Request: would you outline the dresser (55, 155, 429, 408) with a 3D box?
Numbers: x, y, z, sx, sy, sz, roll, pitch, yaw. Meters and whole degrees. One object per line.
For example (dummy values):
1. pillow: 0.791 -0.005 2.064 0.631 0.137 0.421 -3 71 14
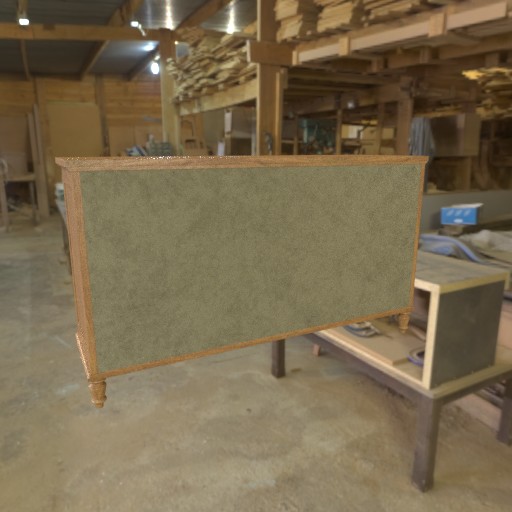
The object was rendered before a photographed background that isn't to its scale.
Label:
1. dresser: 0.000 0.000 2.037 1.583 0.892 0.468 -7 15 -26
